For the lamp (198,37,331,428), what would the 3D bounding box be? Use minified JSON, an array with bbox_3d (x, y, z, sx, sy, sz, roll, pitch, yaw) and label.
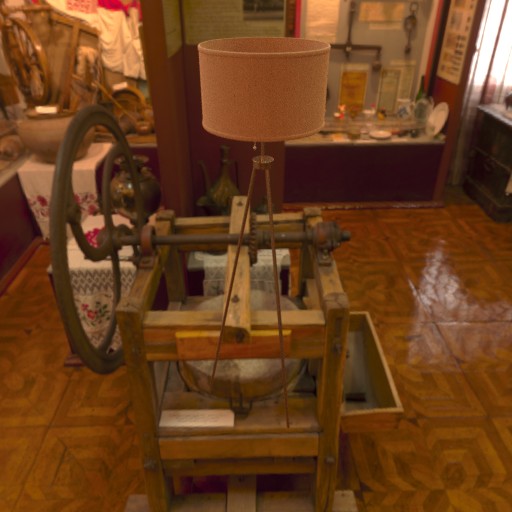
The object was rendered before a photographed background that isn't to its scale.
[{"bbox_3d":[0.000,0.000,1.780,0.460,1.545,0.449,0,32,0],"label":"lamp"}]
